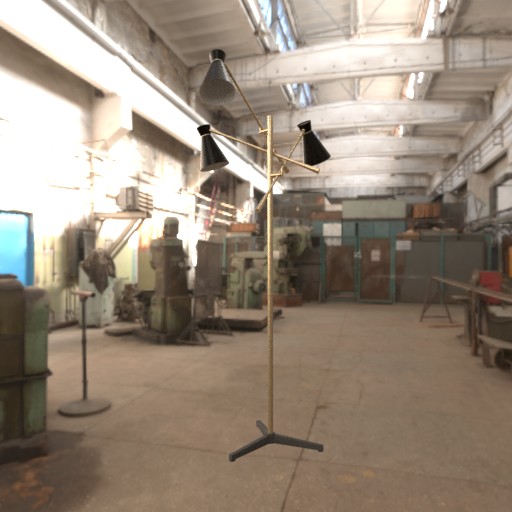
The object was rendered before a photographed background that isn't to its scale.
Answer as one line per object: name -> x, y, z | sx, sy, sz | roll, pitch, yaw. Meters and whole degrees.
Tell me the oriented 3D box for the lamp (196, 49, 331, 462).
lamp -> 0.000, 0.000, 2.150 | 0.653, 1.804, 0.750 | 0, 0, 17
